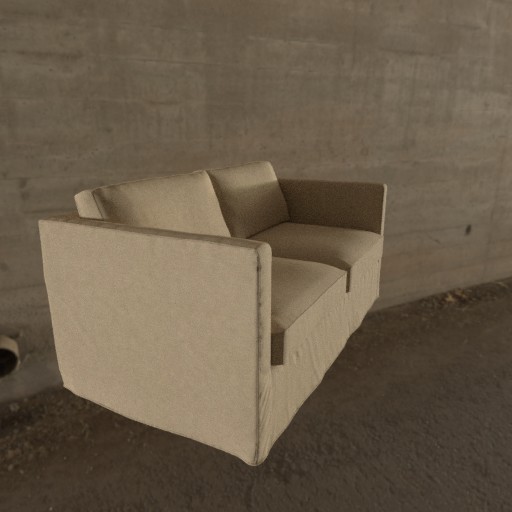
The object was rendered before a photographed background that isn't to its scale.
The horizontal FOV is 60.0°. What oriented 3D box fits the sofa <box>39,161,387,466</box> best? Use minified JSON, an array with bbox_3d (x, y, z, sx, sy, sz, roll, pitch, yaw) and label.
[{"bbox_3d":[0.000,0.000,2.214,0.962,0.835,1.719,8,18,26],"label":"sofa"}]
